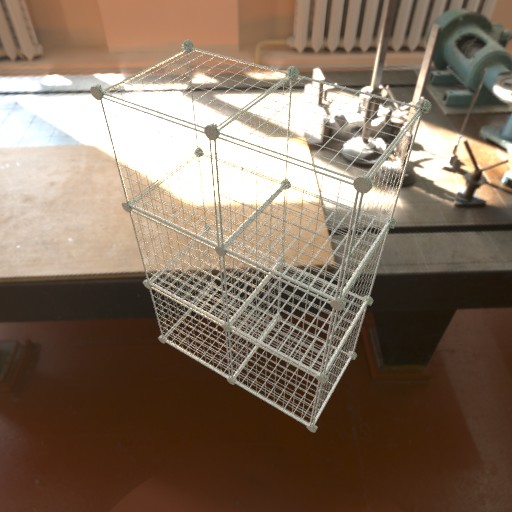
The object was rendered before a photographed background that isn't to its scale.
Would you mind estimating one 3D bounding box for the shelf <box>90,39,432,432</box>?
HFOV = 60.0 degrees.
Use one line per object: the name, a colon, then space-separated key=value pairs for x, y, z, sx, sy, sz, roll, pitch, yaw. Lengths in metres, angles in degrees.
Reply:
shelf: x=0.000 y=0.000 z=1.398 sx=0.711 sy=1.067 sz=0.356 roll=24 pitch=50 yaw=22
